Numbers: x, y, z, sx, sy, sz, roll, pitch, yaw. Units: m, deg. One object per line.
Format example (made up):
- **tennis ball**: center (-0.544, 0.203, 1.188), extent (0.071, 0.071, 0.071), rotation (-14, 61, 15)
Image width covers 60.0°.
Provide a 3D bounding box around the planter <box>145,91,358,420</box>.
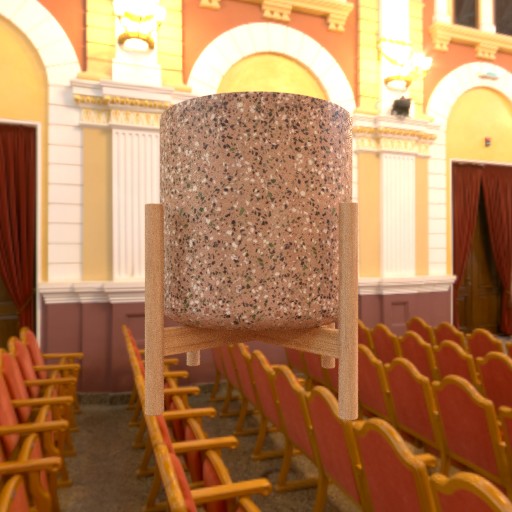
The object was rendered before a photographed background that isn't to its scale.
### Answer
- **planter**: center (0.000, 0.000, 0.713), extent (0.360, 0.419, 0.360), rotation (0, 0, -19)
